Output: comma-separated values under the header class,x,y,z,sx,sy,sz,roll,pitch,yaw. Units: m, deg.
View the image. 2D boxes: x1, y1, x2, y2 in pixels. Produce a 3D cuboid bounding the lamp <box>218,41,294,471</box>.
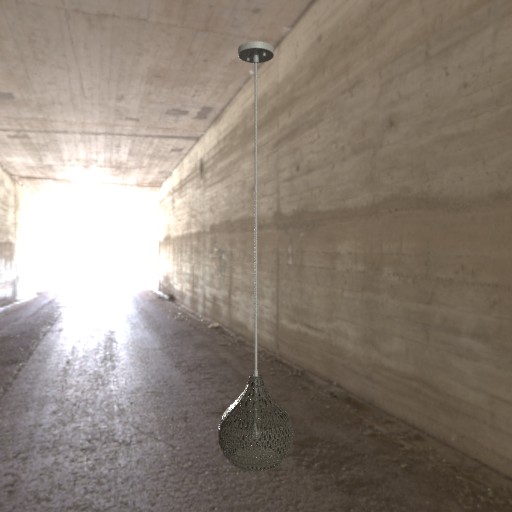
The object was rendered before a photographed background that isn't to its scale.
class,x,y,z,sx,sy,sz,roll,pitch,yaw
lamp,0.000,0.000,2.080,0.355,1.919,0.355,1,2,35
